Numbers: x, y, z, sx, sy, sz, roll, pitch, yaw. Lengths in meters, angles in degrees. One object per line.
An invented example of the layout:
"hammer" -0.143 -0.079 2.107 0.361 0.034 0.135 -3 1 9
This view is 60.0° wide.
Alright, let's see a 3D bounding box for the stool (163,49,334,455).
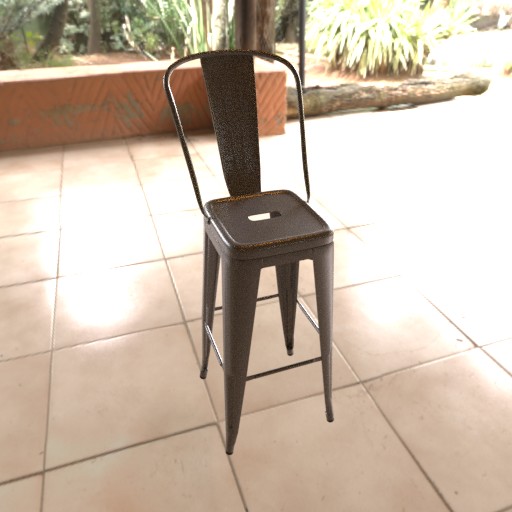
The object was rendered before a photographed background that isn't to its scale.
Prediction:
"stool" 0.000 0.000 1.353 0.399 1.096 0.513 -11 33 -17
